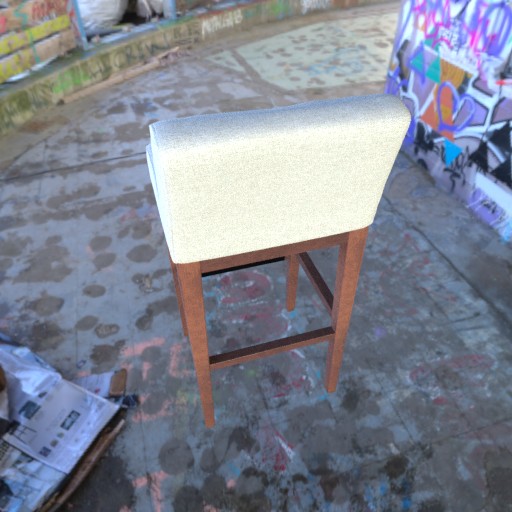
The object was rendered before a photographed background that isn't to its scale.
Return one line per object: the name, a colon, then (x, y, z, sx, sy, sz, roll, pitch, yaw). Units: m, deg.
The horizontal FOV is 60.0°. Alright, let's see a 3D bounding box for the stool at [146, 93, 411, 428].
stool: (0.000, 0.000, 1.305, 0.511, 1.037, 0.500, -11, 42, -13)
